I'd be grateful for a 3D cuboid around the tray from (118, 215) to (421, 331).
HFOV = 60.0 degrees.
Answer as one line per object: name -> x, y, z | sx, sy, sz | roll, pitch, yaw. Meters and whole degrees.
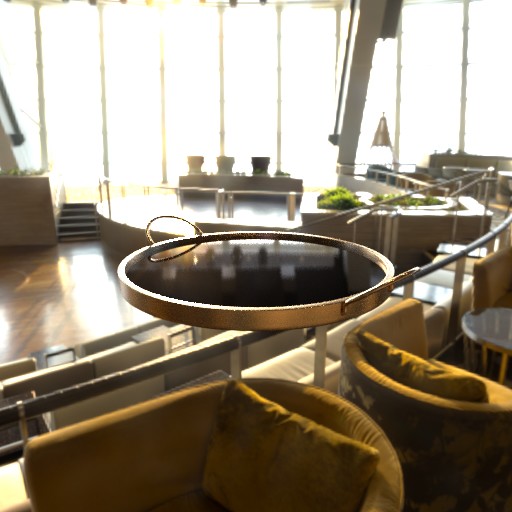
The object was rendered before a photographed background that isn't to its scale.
tray -> 0.000, 0.000, 0.732 | 0.543, 0.069, 0.438 | 15, 21, 43
